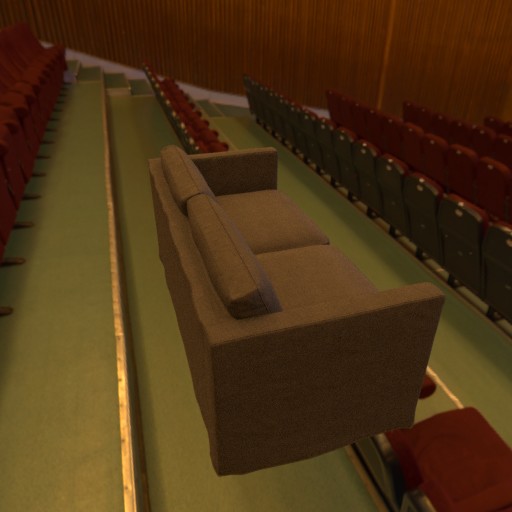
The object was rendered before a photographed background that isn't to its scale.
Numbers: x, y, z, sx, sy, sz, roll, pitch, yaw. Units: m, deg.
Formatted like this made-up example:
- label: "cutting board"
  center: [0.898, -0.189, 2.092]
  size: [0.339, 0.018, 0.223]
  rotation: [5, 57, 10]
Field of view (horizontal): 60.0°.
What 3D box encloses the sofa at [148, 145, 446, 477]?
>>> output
- label: "sofa"
  center: [0.000, 0.000, 2.487]
  size: [0.953, 0.855, 1.982]
  rotation: [-9, 32, -15]
